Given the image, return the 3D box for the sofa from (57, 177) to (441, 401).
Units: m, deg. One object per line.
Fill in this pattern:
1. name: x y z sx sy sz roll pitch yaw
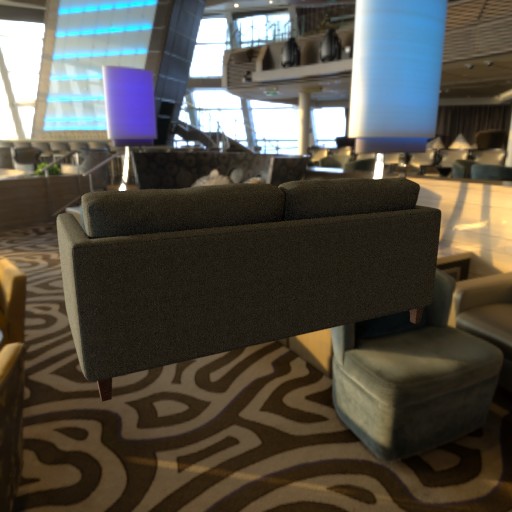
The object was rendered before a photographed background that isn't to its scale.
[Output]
1. sofa: 0.000 0.000 2.775 2.208 0.965 0.948 -7 16 -26
